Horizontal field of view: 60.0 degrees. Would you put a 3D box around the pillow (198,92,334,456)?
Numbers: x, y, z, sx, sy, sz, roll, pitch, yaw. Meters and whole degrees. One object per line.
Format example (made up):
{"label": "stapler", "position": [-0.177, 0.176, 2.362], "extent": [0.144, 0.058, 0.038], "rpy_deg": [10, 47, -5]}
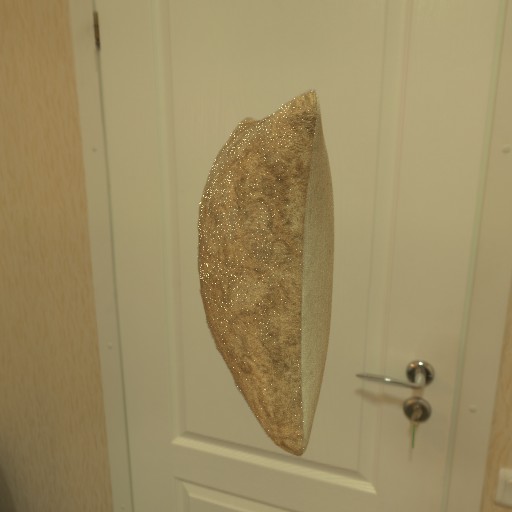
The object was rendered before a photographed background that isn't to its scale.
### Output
{"label": "pillow", "position": [0.000, 0.000, 0.818], "extent": [0.216, 0.525, 0.538], "rpy_deg": [-2, 14, -9]}
